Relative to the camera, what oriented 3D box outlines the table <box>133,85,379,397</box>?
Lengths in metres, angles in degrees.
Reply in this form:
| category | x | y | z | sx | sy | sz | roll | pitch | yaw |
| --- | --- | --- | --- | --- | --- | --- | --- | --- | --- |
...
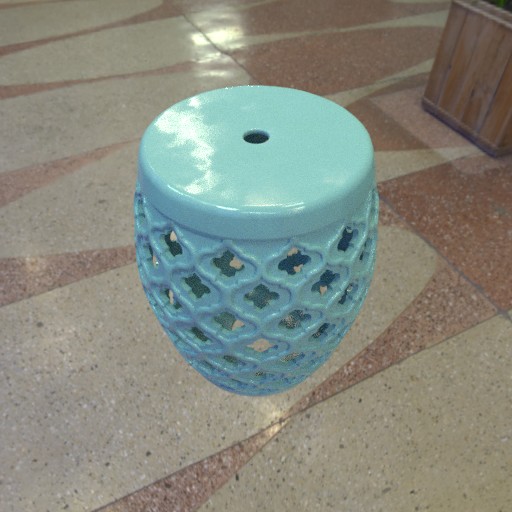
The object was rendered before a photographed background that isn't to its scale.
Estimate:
| category | x | y | z | sx | sy | sz | roll | pitch | yaw |
| --- | --- | --- | --- | --- | --- | --- | --- | --- | --- |
| table | 0.000 | 0.000 | 0.635 | 0.325 | 0.388 | 0.325 | 0 | 46 | 0 |
